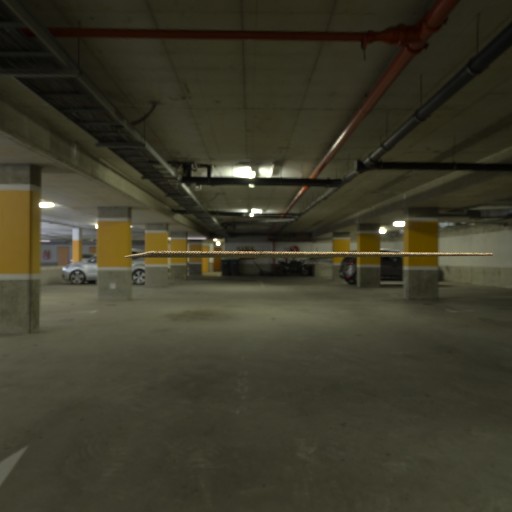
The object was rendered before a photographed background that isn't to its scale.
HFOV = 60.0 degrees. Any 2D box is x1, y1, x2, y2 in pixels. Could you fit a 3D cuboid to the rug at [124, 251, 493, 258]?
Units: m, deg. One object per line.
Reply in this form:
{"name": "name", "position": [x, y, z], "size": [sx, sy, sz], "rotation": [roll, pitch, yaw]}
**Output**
{"name": "rug", "position": [0.000, 0.000, 2.871], "size": [1.547, 0.013, 2.283], "rotation": [0, -1, -19]}
